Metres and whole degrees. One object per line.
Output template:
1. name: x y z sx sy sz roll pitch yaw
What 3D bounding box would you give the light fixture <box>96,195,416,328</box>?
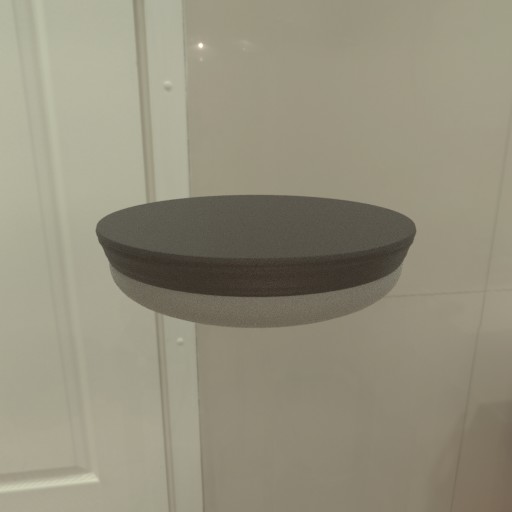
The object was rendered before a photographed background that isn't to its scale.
1. light fixture: 0.000 0.000 0.551 0.368 0.100 0.368 0 16 0
